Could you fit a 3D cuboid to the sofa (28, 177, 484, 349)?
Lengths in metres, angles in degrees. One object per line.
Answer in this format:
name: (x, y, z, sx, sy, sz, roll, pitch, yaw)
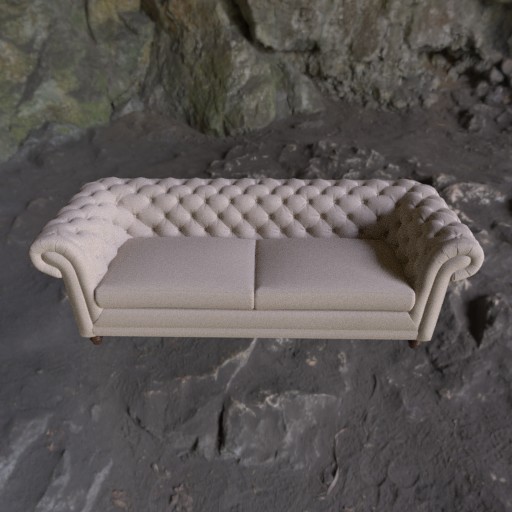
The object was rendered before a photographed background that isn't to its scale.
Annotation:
sofa: (0.000, 0.000, 3.121, 2.694, 0.847, 1.076, 1, 31, 1)
